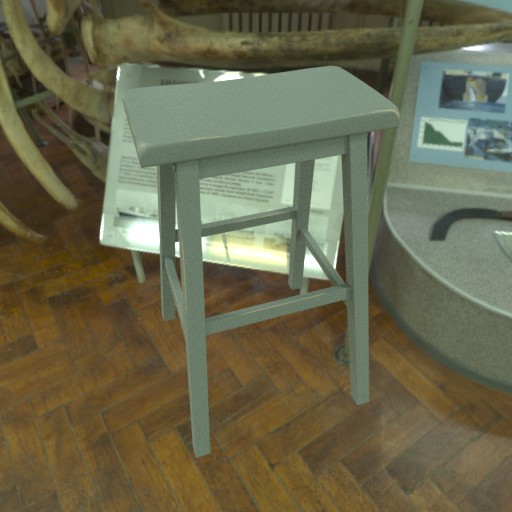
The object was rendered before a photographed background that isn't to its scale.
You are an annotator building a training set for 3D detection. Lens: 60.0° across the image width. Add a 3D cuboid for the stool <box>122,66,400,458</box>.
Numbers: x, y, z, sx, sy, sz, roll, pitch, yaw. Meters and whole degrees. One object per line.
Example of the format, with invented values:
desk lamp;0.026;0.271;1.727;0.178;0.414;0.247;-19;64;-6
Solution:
stool;0.000;0.000;1.024;0.457;0.737;0.476;-12;42;-14
